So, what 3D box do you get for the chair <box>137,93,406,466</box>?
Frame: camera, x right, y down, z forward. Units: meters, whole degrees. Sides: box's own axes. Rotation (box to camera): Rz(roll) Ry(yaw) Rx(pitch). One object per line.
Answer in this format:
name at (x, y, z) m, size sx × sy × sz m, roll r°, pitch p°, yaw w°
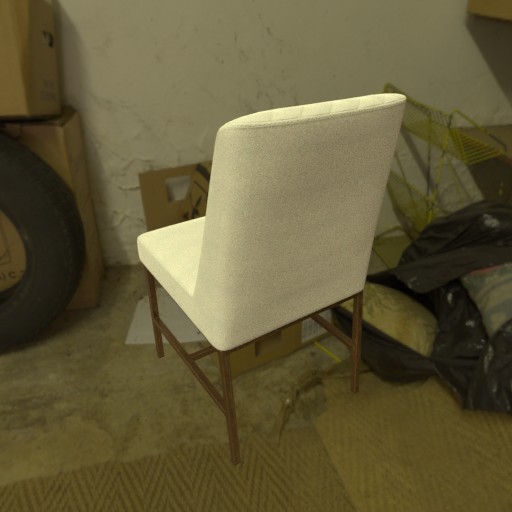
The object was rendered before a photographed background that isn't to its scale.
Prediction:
chair at (0.000, 0.000, 1.269) m, size 0.503 × 0.933 × 0.597 m, roll -19°, pitch 35°, yaw -29°
